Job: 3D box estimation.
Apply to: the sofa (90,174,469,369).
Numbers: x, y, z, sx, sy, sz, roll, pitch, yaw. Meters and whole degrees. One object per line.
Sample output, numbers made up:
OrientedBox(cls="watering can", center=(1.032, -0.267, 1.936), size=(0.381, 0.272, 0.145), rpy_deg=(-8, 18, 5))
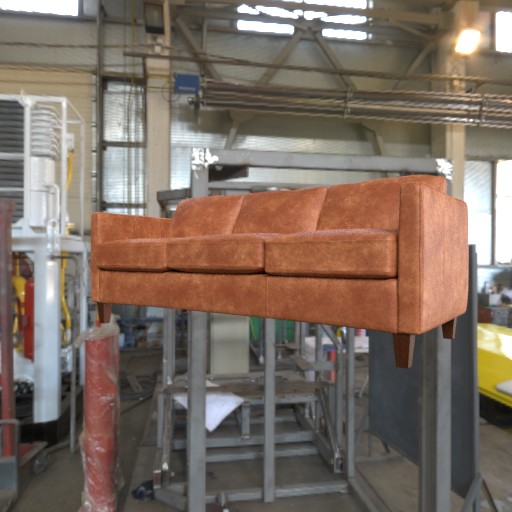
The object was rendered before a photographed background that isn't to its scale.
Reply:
OrientedBox(cls="sofa", center=(0.000, 0.000, 2.986), size=(2.464, 1.006, 1.045), rpy_deg=(0, 0, 36))
